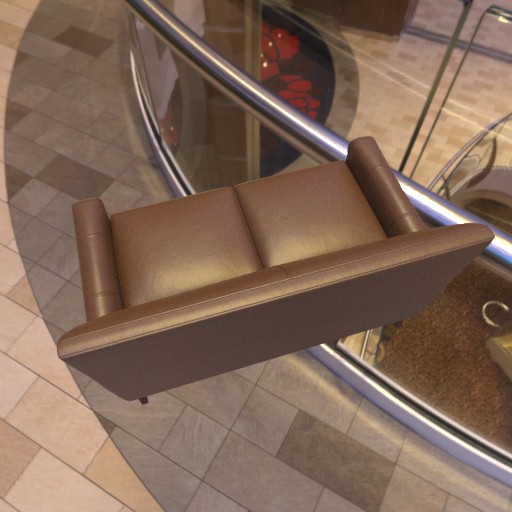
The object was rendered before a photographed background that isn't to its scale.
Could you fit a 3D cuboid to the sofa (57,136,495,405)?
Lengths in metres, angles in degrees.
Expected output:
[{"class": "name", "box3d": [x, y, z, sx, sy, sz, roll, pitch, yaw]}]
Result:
[{"class": "sofa", "box3d": [0.000, 0.000, 1.978, 1.468, 0.859, 0.853, -15, 59, -9]}]
